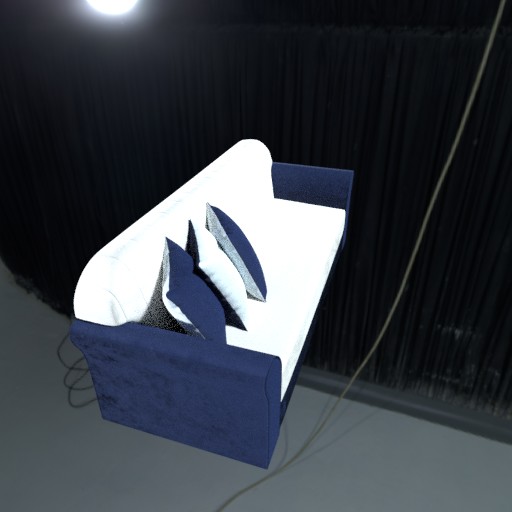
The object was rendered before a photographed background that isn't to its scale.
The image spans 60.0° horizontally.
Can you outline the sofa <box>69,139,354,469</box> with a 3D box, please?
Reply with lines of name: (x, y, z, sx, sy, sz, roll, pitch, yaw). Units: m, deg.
sofa: (0.000, 0.000, 2.390, 0.749, 0.789, 2.006, 10, 32, 16)
